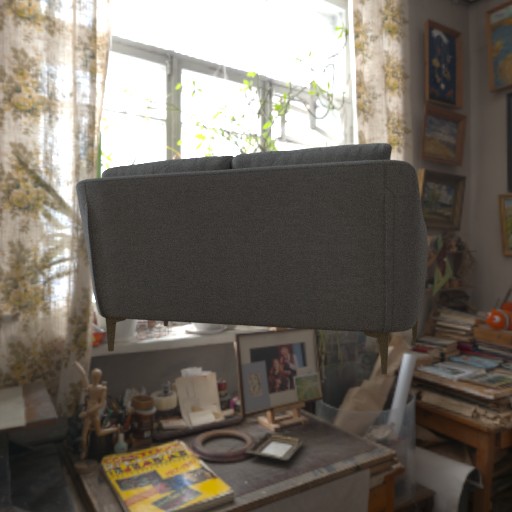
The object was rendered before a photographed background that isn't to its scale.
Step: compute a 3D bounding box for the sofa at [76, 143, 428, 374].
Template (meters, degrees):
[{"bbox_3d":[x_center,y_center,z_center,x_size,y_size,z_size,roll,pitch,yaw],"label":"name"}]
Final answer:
[{"bbox_3d":[0.000,0.000,2.196,1.619,0.904,0.960,0,0,19],"label":"sofa"}]
